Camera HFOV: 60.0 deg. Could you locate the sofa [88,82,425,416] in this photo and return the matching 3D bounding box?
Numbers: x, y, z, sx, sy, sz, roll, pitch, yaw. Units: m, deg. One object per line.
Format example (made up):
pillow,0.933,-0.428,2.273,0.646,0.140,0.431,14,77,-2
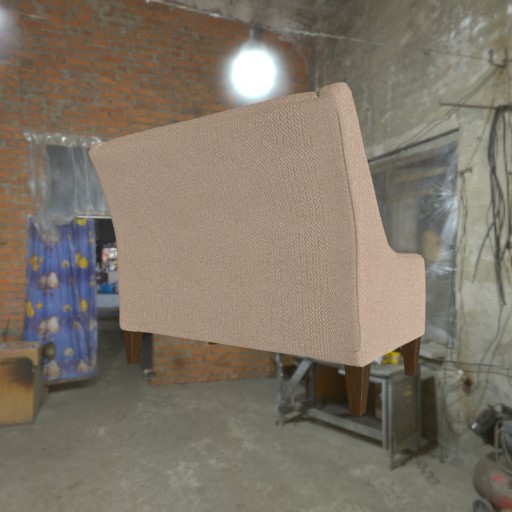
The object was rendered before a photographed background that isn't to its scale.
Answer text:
sofa,0.000,0.000,1.948,1.242,1.022,0.870,0,0,36
